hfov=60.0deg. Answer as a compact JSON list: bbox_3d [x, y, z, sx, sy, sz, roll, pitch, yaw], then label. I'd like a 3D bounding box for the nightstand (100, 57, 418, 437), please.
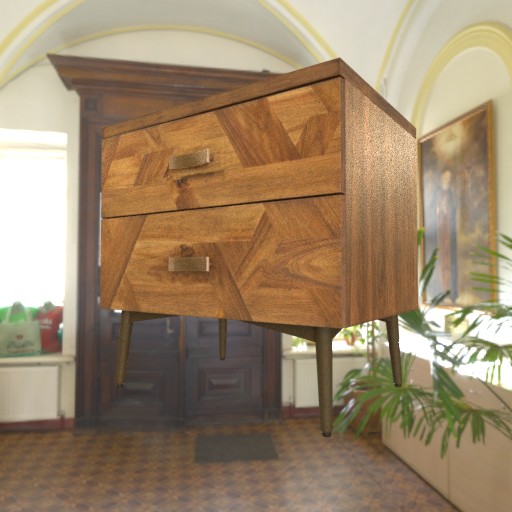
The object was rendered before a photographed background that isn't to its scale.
[{"bbox_3d":[0.000,0.000,1.033,0.610,0.610,0.458,-1,-2,35],"label":"nightstand"}]
